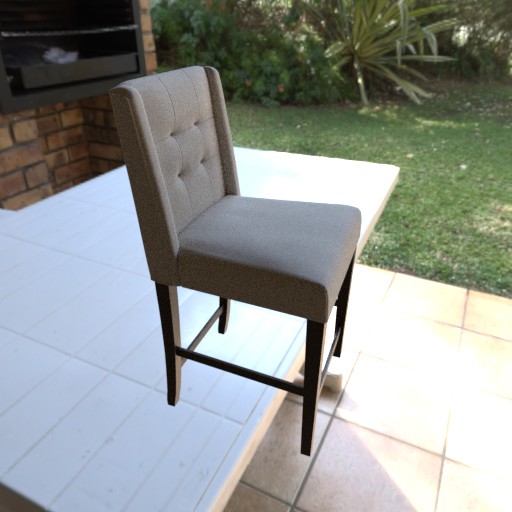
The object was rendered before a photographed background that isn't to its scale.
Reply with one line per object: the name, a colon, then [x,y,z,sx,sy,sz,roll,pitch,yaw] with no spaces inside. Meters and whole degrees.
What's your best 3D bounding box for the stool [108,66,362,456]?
stool: [0.000,0.000,1.243,0.509,0.939,0.474,10,31,18]
